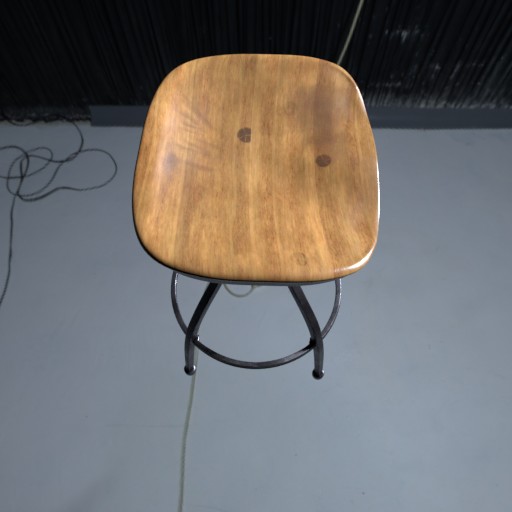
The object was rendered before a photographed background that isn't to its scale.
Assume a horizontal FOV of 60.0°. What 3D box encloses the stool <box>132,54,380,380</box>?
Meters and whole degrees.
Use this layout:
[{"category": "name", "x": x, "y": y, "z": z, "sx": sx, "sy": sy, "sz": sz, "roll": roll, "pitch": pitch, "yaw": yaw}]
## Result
[{"category": "stool", "x": 0.000, "y": 0.000, "z": 0.972, "sx": 0.424, "sy": 0.694, "sz": 0.432, "roll": 2, "pitch": 62, "yaw": 1}]
